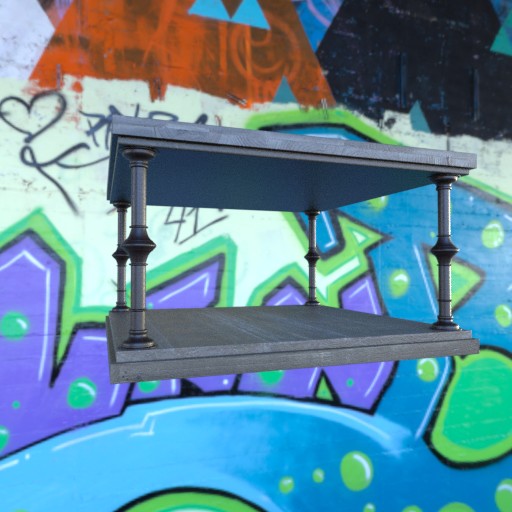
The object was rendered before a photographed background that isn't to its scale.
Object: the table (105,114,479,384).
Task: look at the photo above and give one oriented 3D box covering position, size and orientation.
[{"bbox_3d":[0.000,0.000,1.098,0.696,0.400,0.696,1,-2,-19],"label":"table"}]
